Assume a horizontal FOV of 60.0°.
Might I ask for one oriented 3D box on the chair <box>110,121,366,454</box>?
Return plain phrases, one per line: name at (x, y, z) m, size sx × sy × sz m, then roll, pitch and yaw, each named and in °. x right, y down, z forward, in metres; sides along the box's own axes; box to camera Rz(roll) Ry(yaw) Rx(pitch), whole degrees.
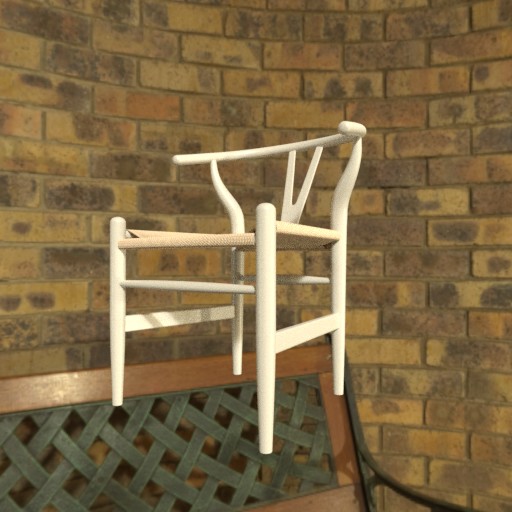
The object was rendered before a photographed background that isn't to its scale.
chair at (0.000, 0.000, 1.175) m, size 0.569 × 0.730 × 0.579 m, roll 0°, pitch -1°, yaw 37°
